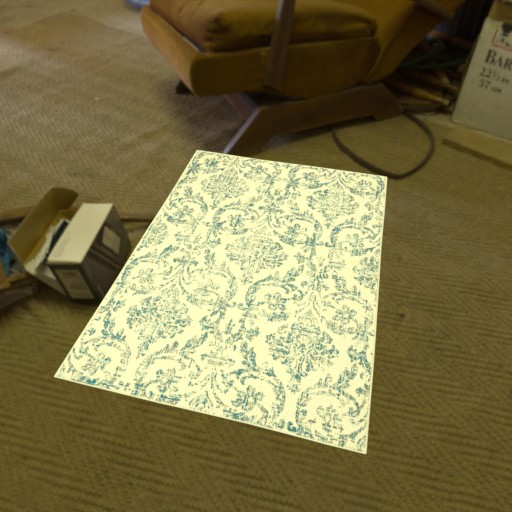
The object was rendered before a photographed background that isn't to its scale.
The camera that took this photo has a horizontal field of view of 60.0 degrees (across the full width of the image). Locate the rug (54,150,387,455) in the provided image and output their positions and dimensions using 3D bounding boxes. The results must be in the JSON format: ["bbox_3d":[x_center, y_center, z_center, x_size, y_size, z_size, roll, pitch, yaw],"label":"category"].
[{"bbox_3d":[0.000,0.000,2.880,1.586,0.014,2.197,10,46,10],"label":"rug"}]
